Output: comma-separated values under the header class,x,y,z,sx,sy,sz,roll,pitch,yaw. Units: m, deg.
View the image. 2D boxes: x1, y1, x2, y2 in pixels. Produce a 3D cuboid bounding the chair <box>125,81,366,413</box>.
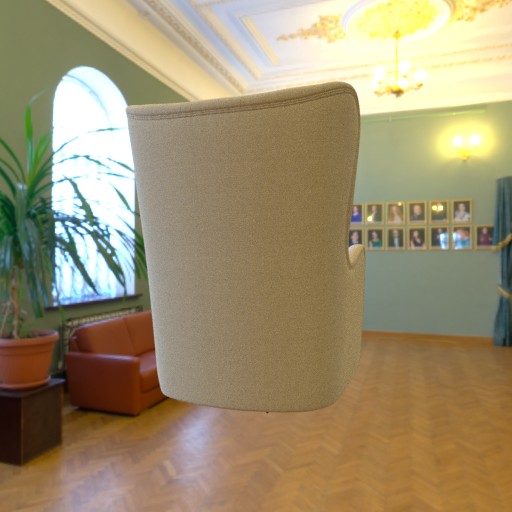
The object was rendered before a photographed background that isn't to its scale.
class,x,y,z,sx,sy,sz,roll,pitch,yaw
chair,0.000,0.000,1.762,0.831,1.079,0.929,0,0,17
